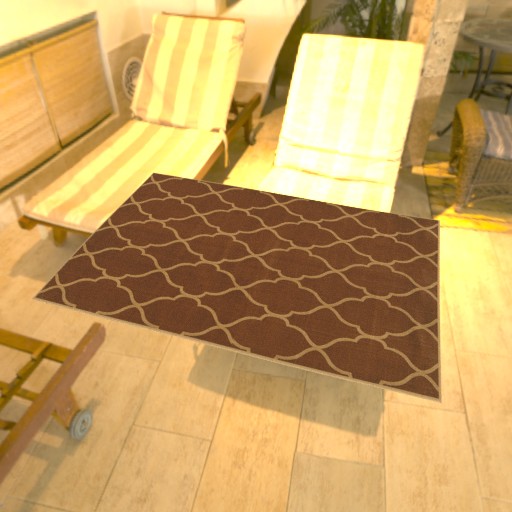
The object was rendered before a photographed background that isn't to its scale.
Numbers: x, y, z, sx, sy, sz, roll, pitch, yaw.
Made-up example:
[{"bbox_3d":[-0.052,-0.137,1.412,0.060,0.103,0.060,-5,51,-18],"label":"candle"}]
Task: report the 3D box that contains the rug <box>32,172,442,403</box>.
[{"bbox_3d":[0.000,0.000,2.880,2.290,0.014,1.526,11,42,13],"label":"rug"}]
